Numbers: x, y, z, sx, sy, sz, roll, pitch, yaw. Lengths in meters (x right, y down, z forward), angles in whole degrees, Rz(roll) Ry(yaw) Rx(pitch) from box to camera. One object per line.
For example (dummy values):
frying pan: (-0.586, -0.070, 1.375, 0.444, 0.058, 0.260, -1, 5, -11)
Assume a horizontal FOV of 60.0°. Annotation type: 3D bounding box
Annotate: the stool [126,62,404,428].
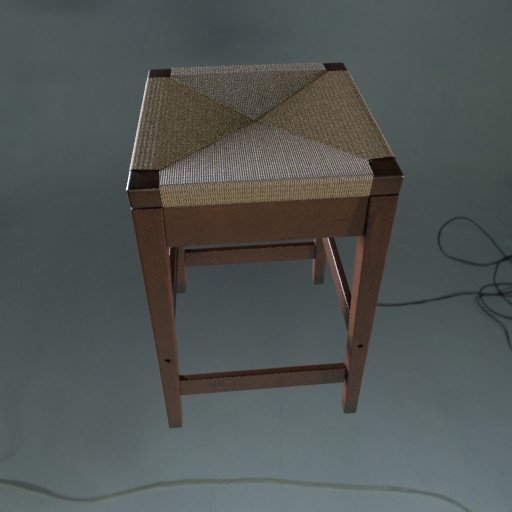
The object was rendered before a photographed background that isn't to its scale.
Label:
stool: (0.000, 0.000, 1.092, 0.507, 0.762, 0.497, -4, 46, -3)
